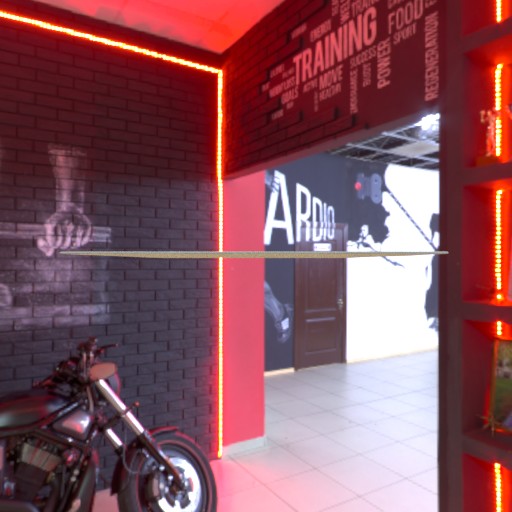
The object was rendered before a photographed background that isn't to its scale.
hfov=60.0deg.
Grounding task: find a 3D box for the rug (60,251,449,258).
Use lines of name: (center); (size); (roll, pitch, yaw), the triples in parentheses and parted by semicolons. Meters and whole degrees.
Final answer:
rug: (0.000, 0.000, 4.042); (2.288, 0.018, 2.895); (0, -1, 1)
